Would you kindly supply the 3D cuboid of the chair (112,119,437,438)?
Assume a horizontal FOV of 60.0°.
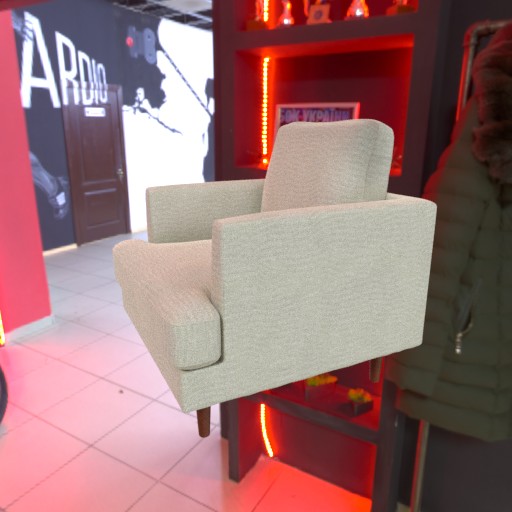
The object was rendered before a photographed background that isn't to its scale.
[{"bbox_3d":[0.000,0.000,1.624,0.899,0.957,0.858,-8,18,-26],"label":"chair"}]
